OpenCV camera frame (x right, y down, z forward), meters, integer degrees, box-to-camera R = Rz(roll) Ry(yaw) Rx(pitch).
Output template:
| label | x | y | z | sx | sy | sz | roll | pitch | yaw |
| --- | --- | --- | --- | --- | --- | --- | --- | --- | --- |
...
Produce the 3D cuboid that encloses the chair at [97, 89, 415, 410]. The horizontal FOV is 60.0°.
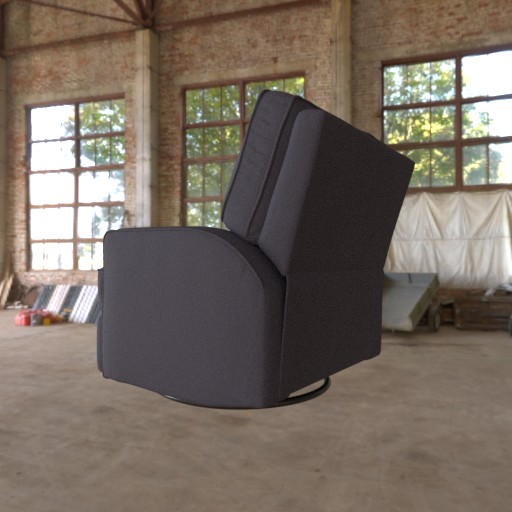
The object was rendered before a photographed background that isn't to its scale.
| label | x | y | z | sx | sy | sz | roll | pitch | yaw |
| --- | --- | --- | --- | --- | --- | --- | --- | --- | --- |
| chair | 0.000 | 0.000 | 1.668 | 0.964 | 0.962 | 0.861 | 0 | -1 | 37 |
